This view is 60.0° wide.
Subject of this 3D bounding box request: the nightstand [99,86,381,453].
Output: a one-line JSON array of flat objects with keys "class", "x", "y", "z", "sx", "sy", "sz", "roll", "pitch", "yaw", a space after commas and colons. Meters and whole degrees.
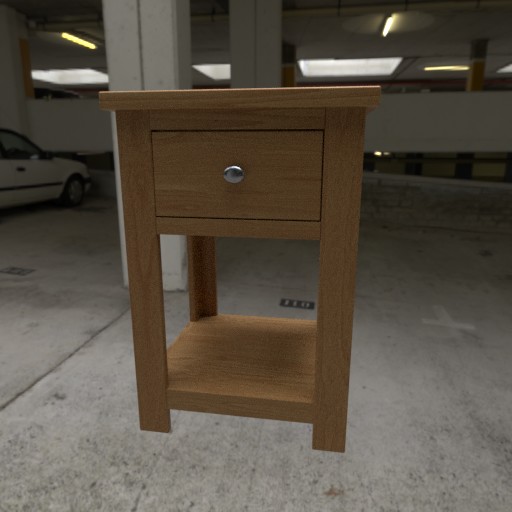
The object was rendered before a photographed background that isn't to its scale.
[{"class": "nightstand", "x": 0.000, "y": 0.000, "z": 0.929, "sx": 0.428, "sy": 0.614, "sz": 0.418, "roll": 2, "pitch": 14, "yaw": 9}]
